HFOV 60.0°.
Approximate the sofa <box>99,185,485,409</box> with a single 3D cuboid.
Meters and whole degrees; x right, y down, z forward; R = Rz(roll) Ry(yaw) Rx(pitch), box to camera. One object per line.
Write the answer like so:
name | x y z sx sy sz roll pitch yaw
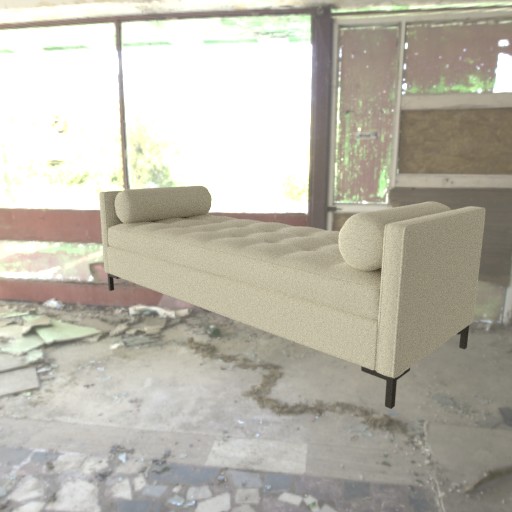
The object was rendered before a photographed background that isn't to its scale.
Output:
sofa | 0.000 0.000 2.323 1.985 0.641 0.746 12 17 43
